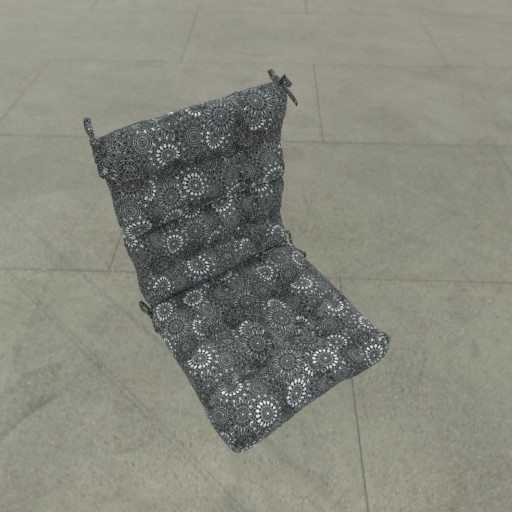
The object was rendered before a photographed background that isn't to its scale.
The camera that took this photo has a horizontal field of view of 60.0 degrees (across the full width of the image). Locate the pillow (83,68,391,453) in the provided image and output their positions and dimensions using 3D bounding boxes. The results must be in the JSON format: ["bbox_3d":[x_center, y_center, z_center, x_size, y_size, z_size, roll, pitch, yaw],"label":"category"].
[{"bbox_3d":[0.000,0.000,1.035,0.519,0.605,0.571,-26,52,-22],"label":"pillow"}]
